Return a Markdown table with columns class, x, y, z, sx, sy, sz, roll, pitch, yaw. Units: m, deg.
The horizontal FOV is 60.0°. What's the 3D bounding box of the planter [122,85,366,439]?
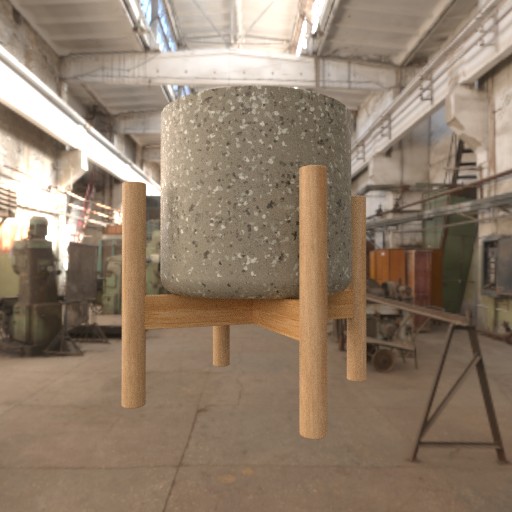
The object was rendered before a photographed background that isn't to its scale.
| class | x | y | z | sx | sy | sz | roll | pitch | yaw |
| --- | --- | --- | --- | --- | --- | --- | --- | --- | --- |
| planter | 0.000 | 0.000 | 0.528 | 0.284 | 0.320 | 0.284 | 0 | -1 | 1 |
